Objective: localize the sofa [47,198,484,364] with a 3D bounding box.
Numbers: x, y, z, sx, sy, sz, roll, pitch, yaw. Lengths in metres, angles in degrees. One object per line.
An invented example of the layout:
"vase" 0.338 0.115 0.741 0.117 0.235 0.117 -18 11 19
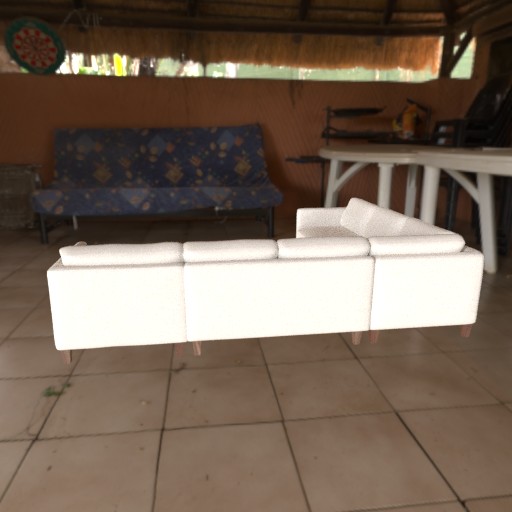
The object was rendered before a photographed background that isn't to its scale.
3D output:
"sofa" 0.000 0.000 4.443 3.238 0.853 2.551 -2 15 -8
